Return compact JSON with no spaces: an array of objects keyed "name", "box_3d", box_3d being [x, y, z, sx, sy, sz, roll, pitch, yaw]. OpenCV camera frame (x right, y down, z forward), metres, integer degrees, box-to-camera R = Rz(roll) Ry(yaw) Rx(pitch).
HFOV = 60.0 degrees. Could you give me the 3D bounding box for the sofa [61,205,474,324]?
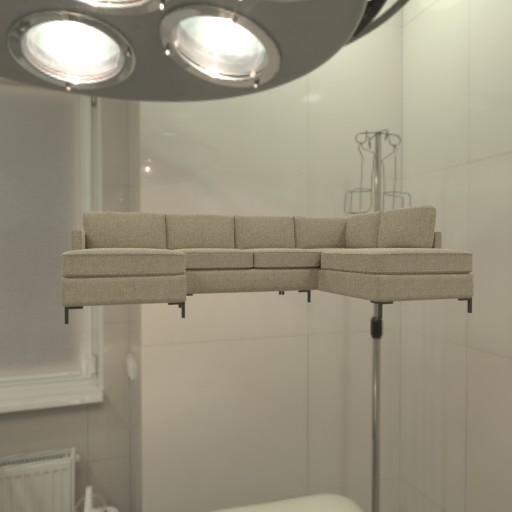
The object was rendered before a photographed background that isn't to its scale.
[{"name":"sofa","box_3d":[0.000,0.000,4.325,3.423,0.996,2.021,0,1,-19]}]
